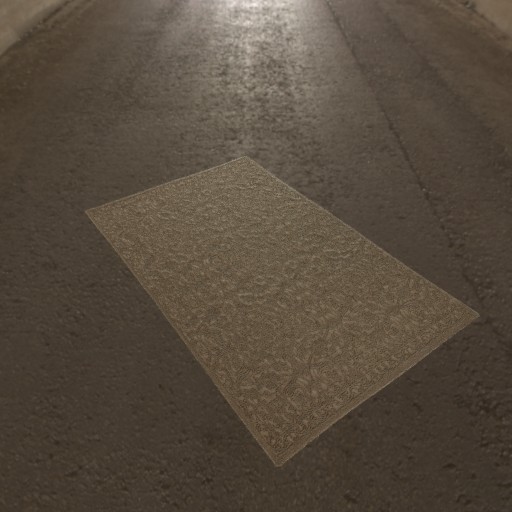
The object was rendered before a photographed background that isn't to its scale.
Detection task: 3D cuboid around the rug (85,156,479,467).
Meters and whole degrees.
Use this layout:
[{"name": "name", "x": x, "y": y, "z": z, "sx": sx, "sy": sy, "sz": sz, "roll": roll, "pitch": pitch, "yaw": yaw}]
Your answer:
[{"name": "rug", "x": 0.000, "y": 0.000, "z": 3.039, "sx": 1.529, "sy": 0.012, "sz": 2.435, "roll": -25, "pitch": 47, "yaw": -26}]
